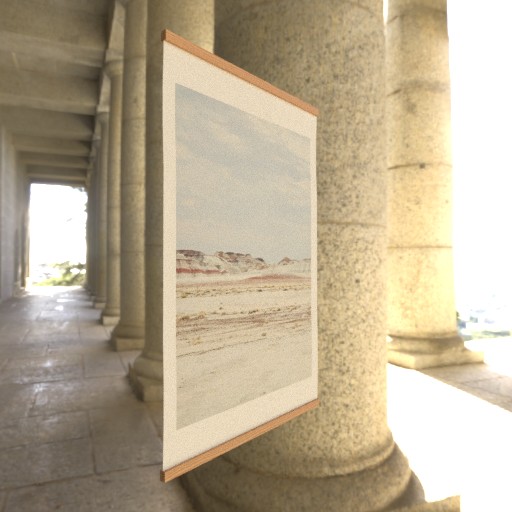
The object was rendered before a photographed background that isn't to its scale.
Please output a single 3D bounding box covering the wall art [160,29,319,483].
[{"bbox_3d":[0.000,0.000,1.890,0.025,1.521,1.011,-1,-1,38],"label":"wall art"}]
